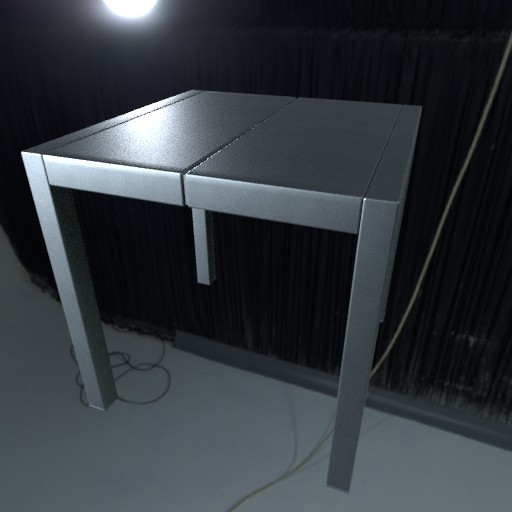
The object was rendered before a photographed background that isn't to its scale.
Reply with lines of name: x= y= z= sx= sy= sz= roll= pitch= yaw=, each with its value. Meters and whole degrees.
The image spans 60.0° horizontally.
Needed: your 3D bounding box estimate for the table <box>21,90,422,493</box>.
table: x=0.000 y=0.000 z=0.868 sx=0.508 sy=0.508 sz=0.508 roll=11 pitch=32 yaw=18
